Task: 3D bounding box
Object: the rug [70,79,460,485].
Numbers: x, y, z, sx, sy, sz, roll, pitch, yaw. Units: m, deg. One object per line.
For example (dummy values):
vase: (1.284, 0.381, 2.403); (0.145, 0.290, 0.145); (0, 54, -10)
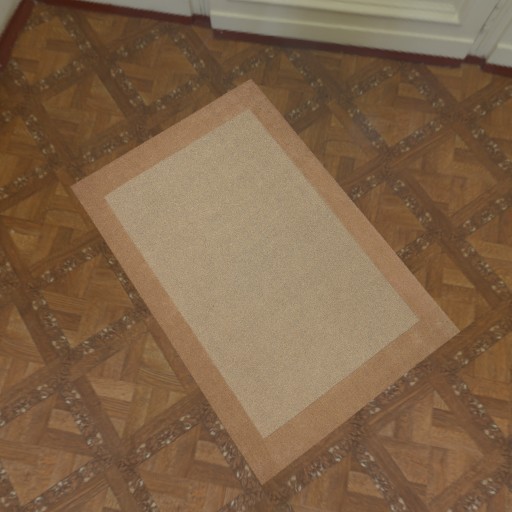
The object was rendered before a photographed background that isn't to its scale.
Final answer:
rug: (0.000, 0.000, 2.338); (1.219, 0.014, 1.829); (-34, 77, -9)
